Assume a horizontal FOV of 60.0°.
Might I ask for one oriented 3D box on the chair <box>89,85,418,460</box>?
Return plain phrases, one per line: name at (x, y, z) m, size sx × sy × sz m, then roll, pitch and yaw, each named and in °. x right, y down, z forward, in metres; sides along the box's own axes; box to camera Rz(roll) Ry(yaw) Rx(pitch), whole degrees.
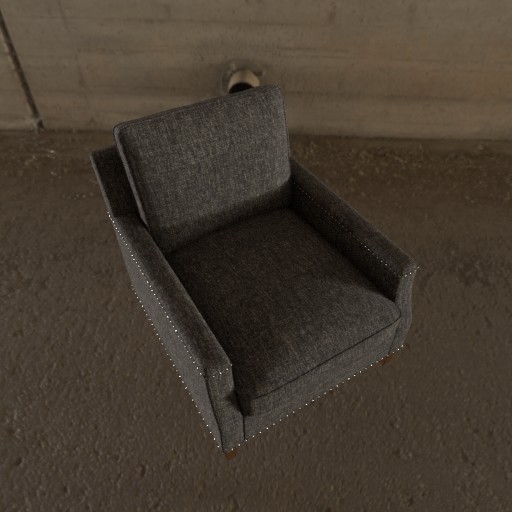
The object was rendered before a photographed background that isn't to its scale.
chair at (0.000, 0.000, 1.722) m, size 0.853 × 0.943 × 1.014 m, roll -23°, pitch 50°, yaw -21°
